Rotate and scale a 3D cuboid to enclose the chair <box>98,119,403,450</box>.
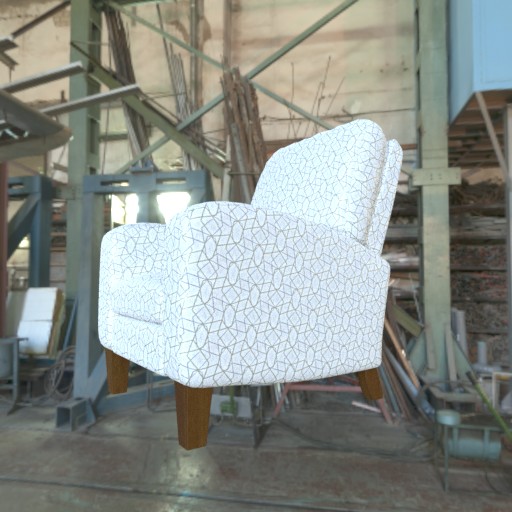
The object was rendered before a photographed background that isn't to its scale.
[{"bbox_3d":[0.000,0.000,1.728,0.995,1.064,0.796,2,-3,-34],"label":"chair"}]
